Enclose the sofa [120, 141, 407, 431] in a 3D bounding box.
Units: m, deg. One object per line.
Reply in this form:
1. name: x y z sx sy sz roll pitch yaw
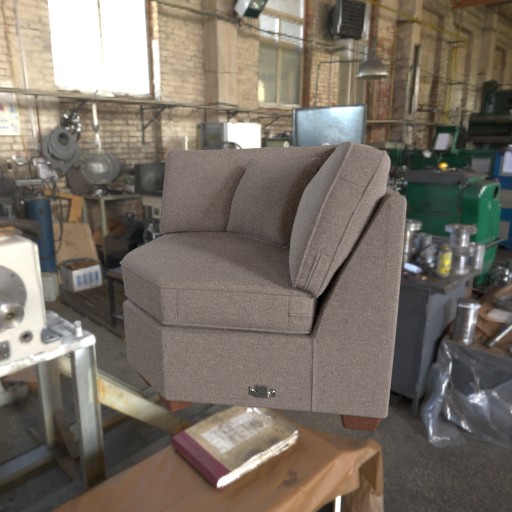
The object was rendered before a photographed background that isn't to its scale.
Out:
1. sofa: 0.000 0.000 1.890 1.050 0.951 1.042 3 14 10
